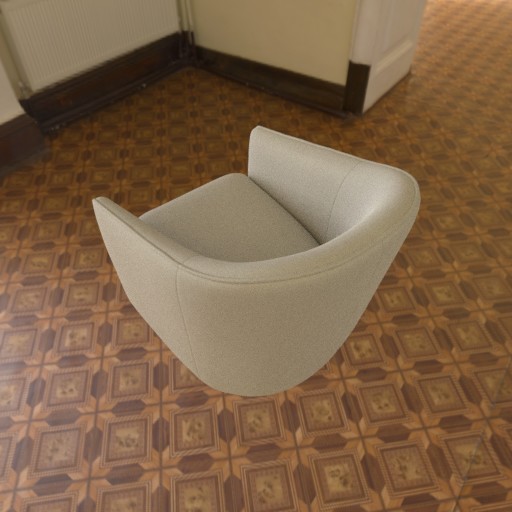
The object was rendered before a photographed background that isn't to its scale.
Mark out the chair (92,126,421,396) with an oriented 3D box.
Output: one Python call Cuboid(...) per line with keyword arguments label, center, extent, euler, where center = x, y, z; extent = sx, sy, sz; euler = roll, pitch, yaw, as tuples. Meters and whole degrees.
Cuboid(label="chair", center=(0.000, 0.000, 1.484), extent=(0.747, 0.799, 0.875), euler=(-32, 54, -27))
